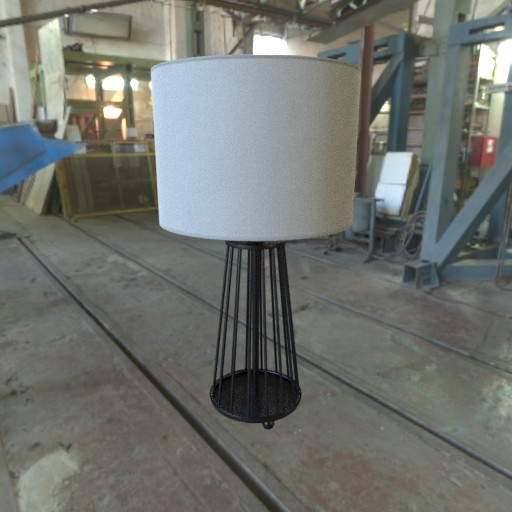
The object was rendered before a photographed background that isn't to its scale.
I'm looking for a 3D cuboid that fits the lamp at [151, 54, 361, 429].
[{"bbox_3d":[0.000,0.000,0.770,0.322,0.593,0.322,2,15,8],"label":"lamp"}]
